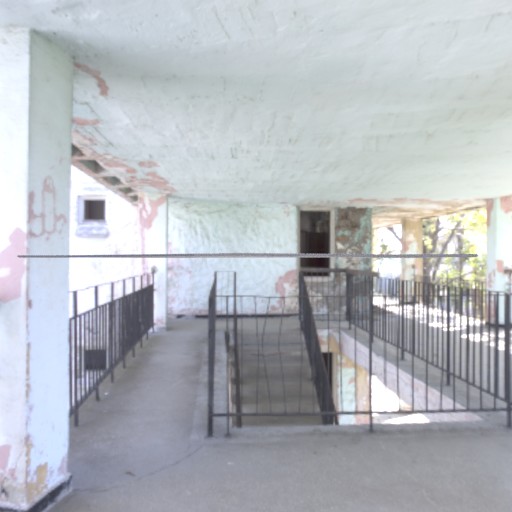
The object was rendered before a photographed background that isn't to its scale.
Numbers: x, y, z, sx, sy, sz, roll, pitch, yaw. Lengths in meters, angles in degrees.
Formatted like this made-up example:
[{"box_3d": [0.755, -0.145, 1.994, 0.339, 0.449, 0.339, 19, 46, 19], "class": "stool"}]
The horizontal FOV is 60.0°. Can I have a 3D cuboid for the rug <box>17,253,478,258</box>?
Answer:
[{"box_3d": [0.000, 0.000, 2.187, 1.789, 0.021, 1.159, 0, 0, 17], "class": "rug"}]
